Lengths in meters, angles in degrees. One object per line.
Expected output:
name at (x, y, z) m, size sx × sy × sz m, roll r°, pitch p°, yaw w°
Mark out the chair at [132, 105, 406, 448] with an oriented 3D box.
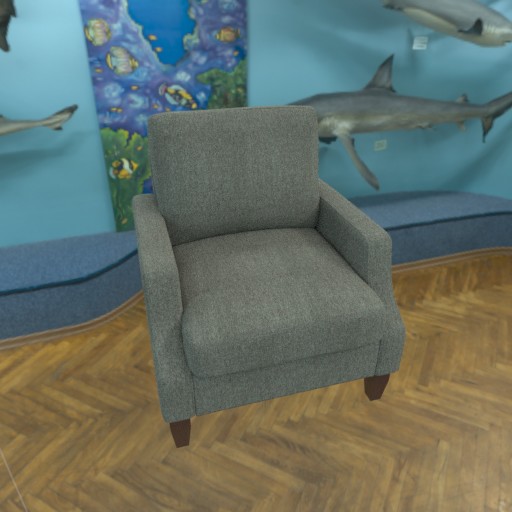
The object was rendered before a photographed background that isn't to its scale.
chair at (0.000, 0.000, 1.688) m, size 0.855 × 0.993 × 0.897 m, roll -8°, pitch 30°, yaw -14°
